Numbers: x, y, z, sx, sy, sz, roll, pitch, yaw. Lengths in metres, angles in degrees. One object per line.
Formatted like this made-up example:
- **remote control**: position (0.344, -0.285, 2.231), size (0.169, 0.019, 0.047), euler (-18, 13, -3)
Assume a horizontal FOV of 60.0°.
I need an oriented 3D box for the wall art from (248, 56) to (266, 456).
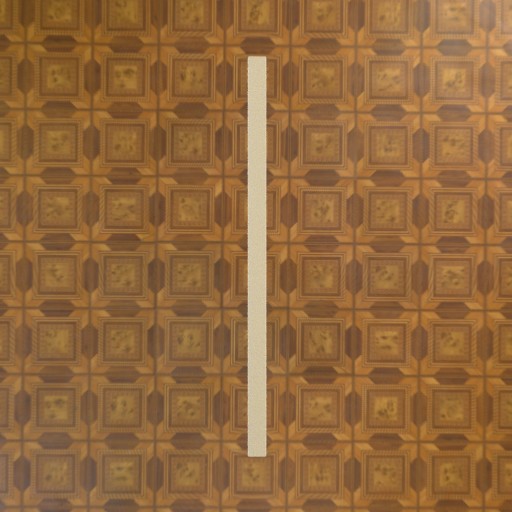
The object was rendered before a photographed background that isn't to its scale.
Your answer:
- **wall art**: position (0.000, 0.000, 0.605), size (0.015, 0.477, 0.332), euler (0, 90, 0)
